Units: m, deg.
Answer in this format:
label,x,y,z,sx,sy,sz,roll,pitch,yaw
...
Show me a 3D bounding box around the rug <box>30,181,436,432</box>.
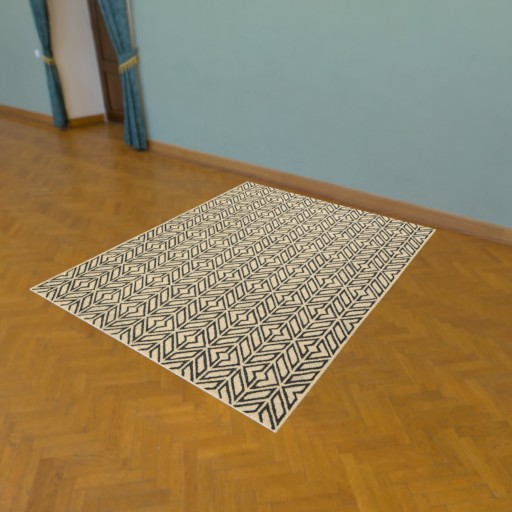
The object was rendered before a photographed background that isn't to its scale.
label,x,y,z,sx,sy,sz,roll,pitch,yaw
rug,0.000,0.000,4.121,2.421,0.008,3.045,20,35,30
